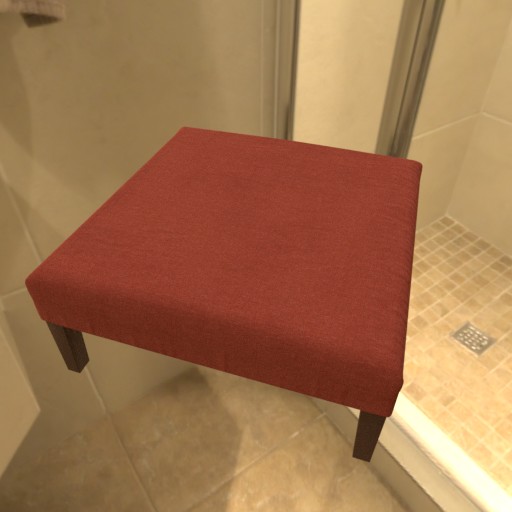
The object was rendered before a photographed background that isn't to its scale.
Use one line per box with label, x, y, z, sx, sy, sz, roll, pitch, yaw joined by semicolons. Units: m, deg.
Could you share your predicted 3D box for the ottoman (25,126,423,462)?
ottoman;0.000;0.000;1.373;0.890;0.411;0.889;12;42;14
